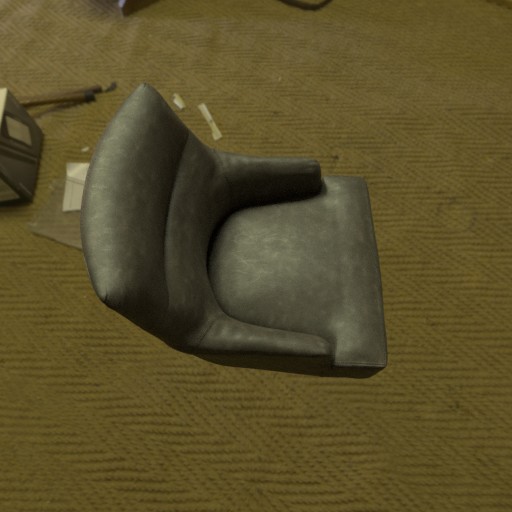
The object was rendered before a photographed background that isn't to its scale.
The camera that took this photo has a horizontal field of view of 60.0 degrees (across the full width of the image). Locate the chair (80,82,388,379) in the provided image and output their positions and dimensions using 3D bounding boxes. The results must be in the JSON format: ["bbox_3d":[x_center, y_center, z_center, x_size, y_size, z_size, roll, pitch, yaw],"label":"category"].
[{"bbox_3d":[0.000,0.000,1.498,0.874,0.870,0.738,1,63,0],"label":"chair"}]
